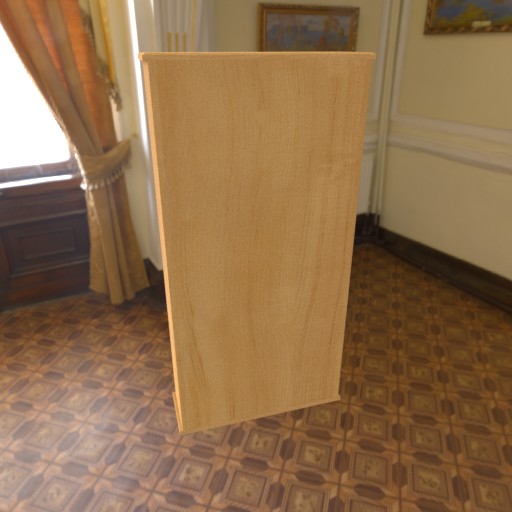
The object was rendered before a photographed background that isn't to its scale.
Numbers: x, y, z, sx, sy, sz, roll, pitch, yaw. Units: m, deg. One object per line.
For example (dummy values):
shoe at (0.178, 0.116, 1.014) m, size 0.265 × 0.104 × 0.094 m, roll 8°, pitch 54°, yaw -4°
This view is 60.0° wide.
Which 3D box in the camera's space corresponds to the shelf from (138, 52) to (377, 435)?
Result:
shelf at (0.000, 0.000, 1.234) m, size 0.520 × 1.030 × 0.175 m, roll -7°, pitch 26°, yaw -15°
